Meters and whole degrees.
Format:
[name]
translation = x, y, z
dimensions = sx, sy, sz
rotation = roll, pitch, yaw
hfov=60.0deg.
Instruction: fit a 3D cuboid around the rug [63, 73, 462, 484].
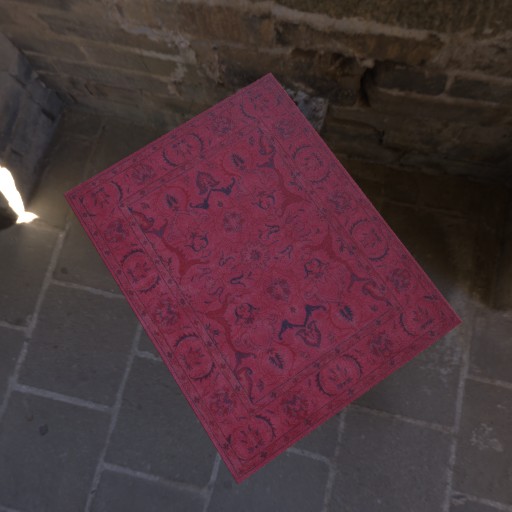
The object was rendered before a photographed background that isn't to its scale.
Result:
[rug]
translation = 0.000, 0.000, 3.931
dimensions = 2.300, 0.012, 2.929
rotation = -33, 79, -7
